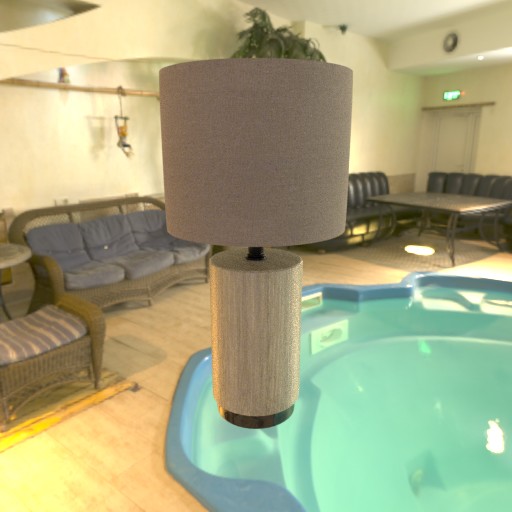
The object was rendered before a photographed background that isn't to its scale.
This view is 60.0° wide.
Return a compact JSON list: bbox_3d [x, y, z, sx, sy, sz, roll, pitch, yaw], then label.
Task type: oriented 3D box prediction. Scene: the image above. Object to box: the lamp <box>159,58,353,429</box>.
[{"bbox_3d":[0.000,0.000,0.582,0.228,0.444,0.228,14,20,43],"label":"lamp"}]
